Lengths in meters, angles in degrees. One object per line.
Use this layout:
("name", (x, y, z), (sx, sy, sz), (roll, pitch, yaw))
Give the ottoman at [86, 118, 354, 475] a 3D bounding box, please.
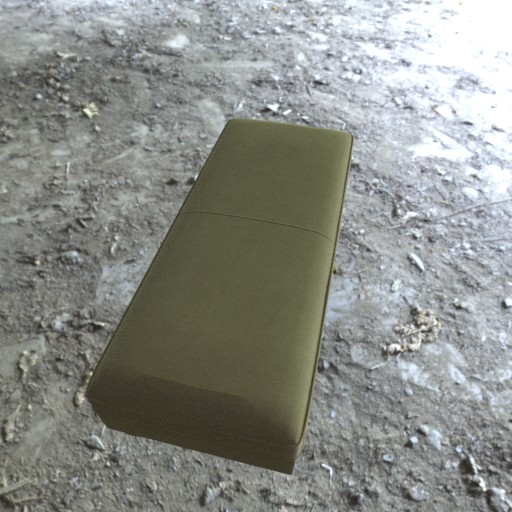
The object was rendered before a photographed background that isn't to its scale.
("ottoman", (0.000, 0.000, 2.006), (0.735, 0.460, 1.726), (10, 48, 9))
